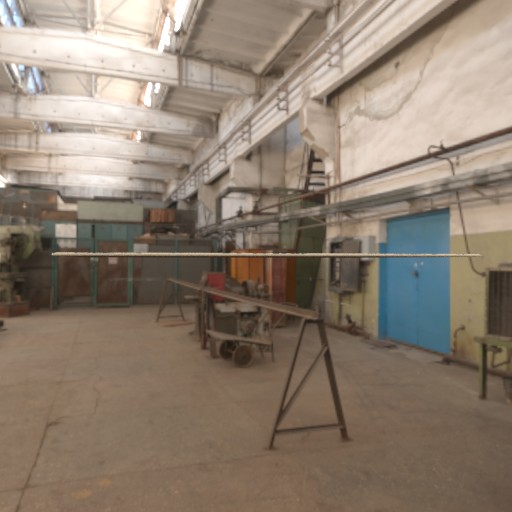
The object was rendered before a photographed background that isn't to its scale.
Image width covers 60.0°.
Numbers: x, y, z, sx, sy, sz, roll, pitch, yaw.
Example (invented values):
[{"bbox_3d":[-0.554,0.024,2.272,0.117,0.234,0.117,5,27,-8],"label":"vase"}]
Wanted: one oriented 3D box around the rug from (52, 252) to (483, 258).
[{"bbox_3d":[0.000,0.000,2.373,1.831,0.012,1.213,0,-1,-16],"label":"rug"}]
